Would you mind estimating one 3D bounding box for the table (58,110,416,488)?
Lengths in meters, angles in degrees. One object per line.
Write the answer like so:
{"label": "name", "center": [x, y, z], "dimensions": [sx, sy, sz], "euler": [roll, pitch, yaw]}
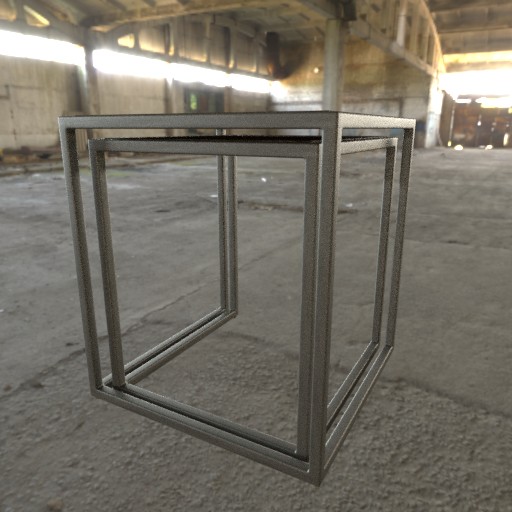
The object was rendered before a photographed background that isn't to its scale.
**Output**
{"label": "table", "center": [0.000, 0.000, 0.833], "dimensions": [0.450, 0.500, 0.449], "euler": [9, 18, 28]}
